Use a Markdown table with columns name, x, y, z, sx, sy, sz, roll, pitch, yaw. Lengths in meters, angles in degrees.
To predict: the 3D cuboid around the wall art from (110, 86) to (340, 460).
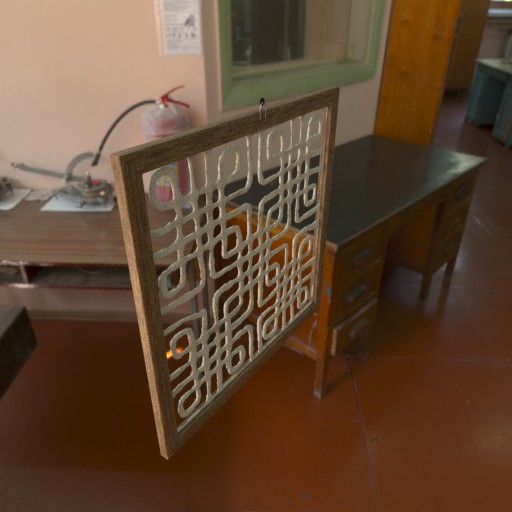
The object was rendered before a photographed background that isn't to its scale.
| name | x | y | z | sx | sy | sz | roll | pitch | yaw |
| --- | --- | --- | --- | --- | --- | --- | --- | --- | --- |
| wall art | 0.000 | 0.000 | 0.850 | 0.021 | 0.582 | 0.561 | 20 | 36 | 30 |
